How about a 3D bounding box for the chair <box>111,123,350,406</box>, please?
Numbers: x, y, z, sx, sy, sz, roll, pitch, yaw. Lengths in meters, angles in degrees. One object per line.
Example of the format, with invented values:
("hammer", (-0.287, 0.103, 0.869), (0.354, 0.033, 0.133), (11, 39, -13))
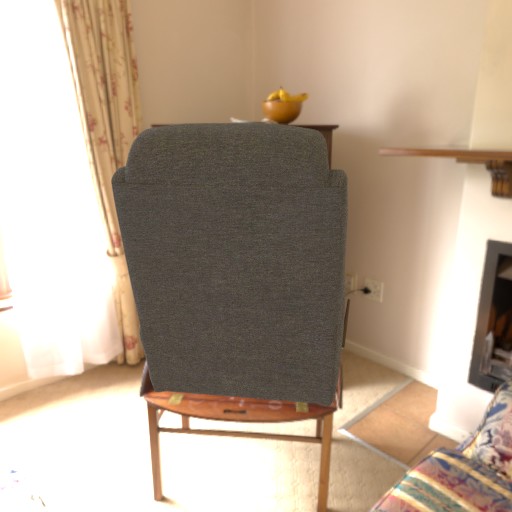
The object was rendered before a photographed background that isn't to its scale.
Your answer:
("chair", (0.000, 0.000, 1.797), (0.798, 1.013, 1.043), (2, 15, 8))
